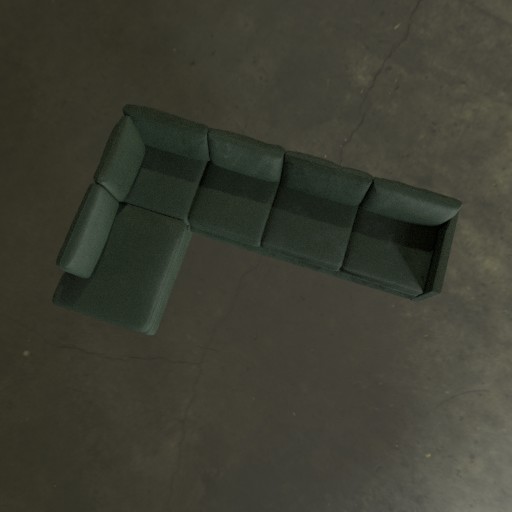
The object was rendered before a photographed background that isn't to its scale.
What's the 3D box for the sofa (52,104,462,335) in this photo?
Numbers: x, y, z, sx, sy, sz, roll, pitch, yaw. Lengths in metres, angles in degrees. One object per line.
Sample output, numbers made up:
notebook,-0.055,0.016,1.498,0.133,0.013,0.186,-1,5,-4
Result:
sofa,0.000,0.000,4.262,3.384,0.996,2.048,17,77,4
